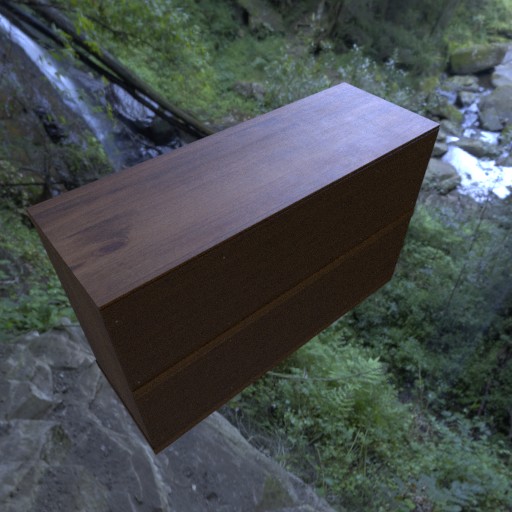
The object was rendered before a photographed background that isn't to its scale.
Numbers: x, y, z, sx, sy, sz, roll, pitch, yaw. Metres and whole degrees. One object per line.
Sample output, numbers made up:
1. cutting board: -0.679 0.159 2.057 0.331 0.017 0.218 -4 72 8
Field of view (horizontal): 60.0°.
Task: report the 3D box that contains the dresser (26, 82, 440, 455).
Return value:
1. dresser: 0.000 0.000 1.648 1.261 0.825 0.479 -30 52 -27
